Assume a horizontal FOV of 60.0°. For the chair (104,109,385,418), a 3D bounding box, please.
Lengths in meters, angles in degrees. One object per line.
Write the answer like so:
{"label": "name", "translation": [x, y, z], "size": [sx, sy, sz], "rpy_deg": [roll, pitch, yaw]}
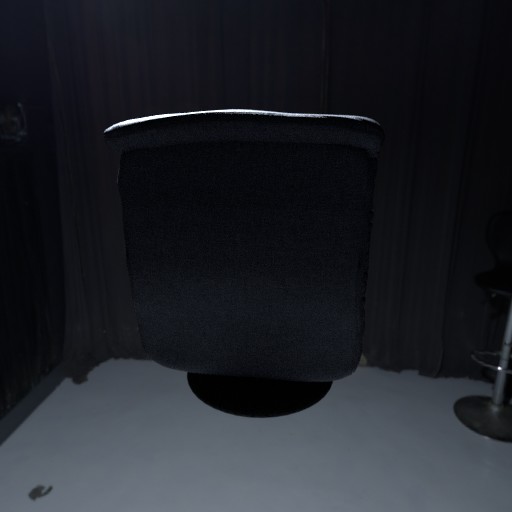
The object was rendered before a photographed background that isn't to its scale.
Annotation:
{"label": "chair", "translation": [0.000, 0.000, 1.224], "size": [0.597, 0.749, 0.668], "rpy_deg": [2, 16, 8]}
